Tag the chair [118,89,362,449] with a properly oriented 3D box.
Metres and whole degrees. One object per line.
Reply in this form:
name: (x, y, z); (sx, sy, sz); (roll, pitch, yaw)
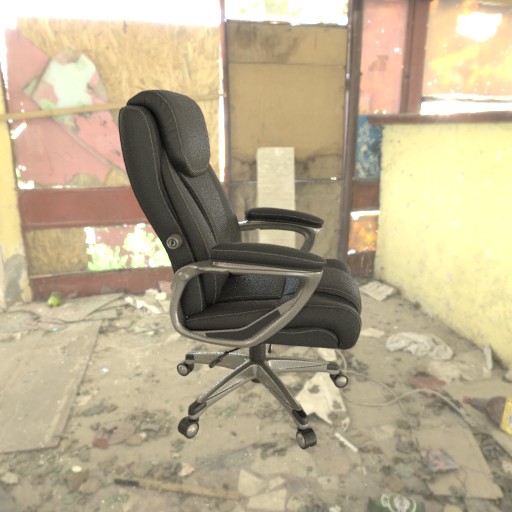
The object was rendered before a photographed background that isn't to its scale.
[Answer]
chair: (0.000, 0.000, 1.668); (0.784, 1.167, 0.741); (2, 16, 7)
